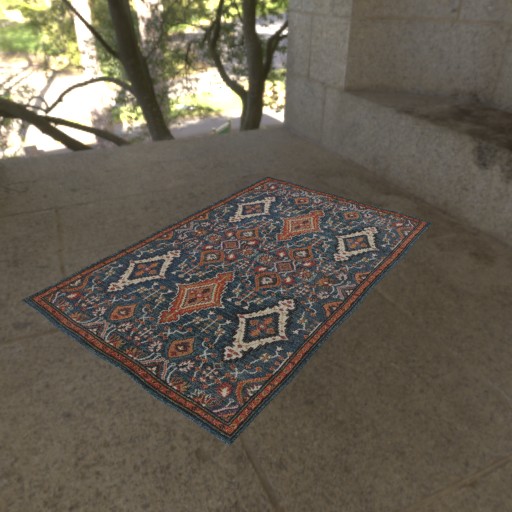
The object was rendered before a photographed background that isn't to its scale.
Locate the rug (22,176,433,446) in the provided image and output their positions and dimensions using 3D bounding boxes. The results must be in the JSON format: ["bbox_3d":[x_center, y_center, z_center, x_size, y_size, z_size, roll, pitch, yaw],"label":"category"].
[{"bbox_3d":[0.000,0.000,4.110,2.190,0.008,3.371,22,38,31],"label":"rug"}]
